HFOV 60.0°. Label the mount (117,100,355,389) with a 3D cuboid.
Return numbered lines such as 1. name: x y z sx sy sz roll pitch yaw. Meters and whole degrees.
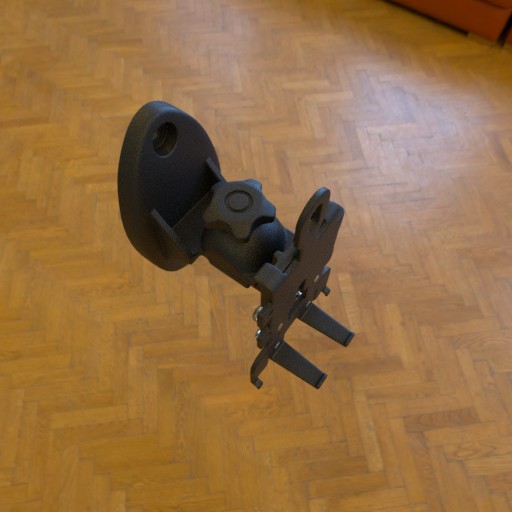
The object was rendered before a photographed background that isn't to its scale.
1. mount: 0.000 0.000 0.188 0.100 0.118 0.066 33 65 17
